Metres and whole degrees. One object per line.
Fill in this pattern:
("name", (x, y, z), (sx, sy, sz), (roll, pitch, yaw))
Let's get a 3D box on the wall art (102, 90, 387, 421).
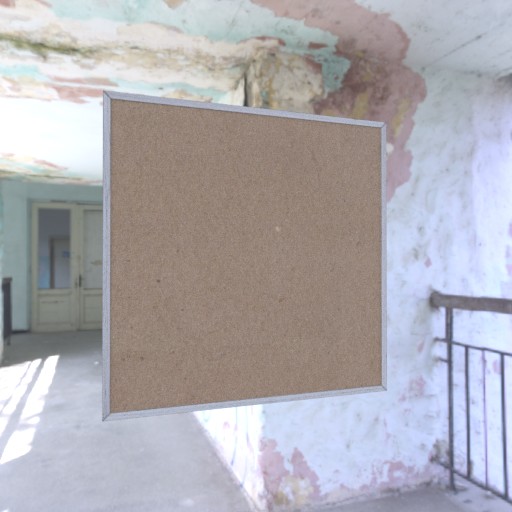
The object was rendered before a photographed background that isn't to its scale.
("wall art", (0.000, 0.000, 0.778), (0.508, 0.508, 0.038), (0, 0, -18))
